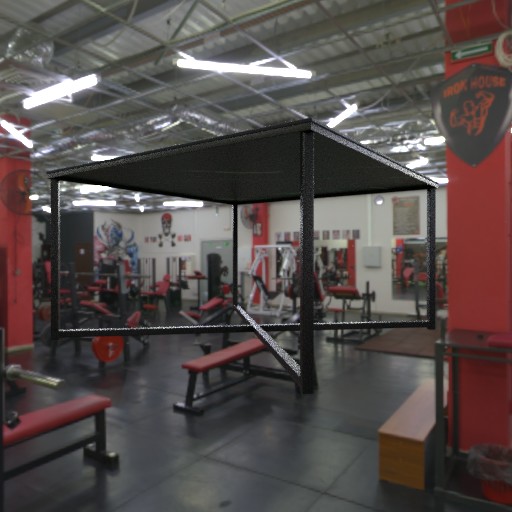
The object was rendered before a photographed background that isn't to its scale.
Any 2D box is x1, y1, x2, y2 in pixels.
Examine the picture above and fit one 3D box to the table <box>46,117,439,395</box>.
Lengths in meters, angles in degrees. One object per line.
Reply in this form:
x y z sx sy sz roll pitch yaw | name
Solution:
0.000 0.000 1.267 0.800 0.450 0.800 0 0 36 | table
